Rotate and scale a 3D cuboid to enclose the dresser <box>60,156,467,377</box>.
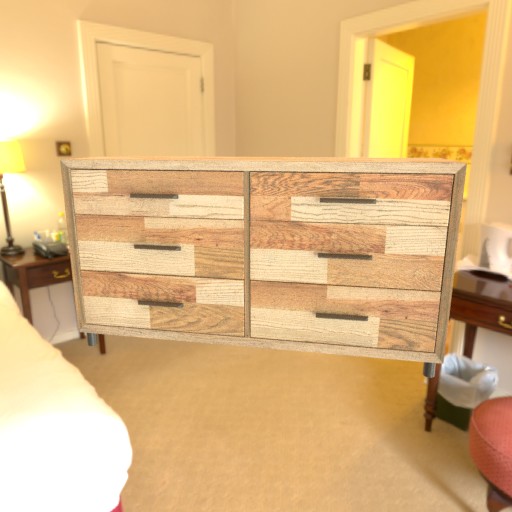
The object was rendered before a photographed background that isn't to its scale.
[{"bbox_3d":[0.000,0.000,1.949,1.547,0.834,0.487,3,15,11],"label":"dresser"}]
